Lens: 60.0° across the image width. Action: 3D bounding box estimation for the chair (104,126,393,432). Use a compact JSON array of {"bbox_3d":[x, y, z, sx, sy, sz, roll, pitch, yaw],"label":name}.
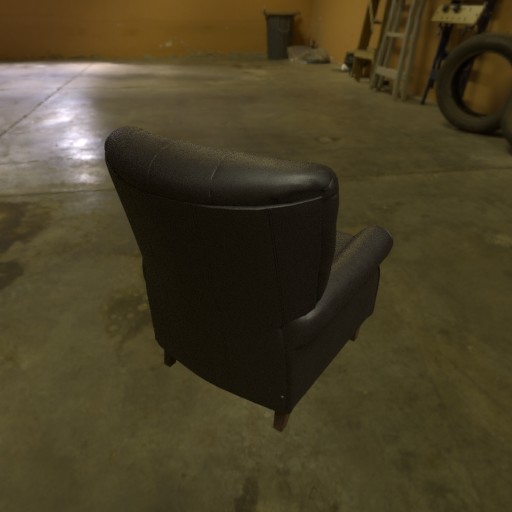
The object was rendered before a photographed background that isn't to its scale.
[{"bbox_3d":[0.000,0.000,1.921,0.948,1.158,1.058,20,35,31],"label":"chair"}]
